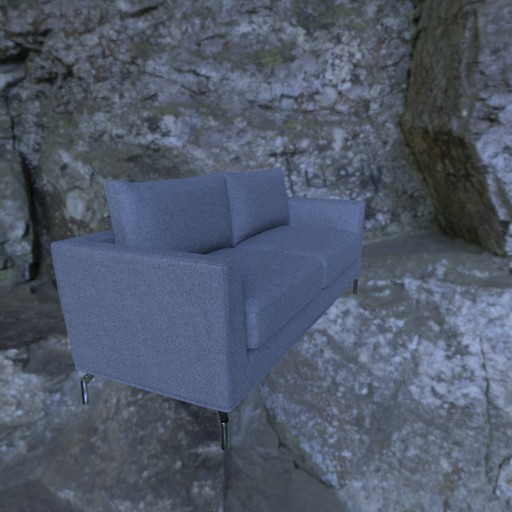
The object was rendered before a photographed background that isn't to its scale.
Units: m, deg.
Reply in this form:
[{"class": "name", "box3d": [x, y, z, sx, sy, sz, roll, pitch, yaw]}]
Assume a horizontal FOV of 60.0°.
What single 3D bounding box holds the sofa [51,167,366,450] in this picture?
[{"class": "sofa", "box3d": [0.000, 0.000, 2.689, 0.869, 1.002, 2.212, 6, 15, 25]}]
